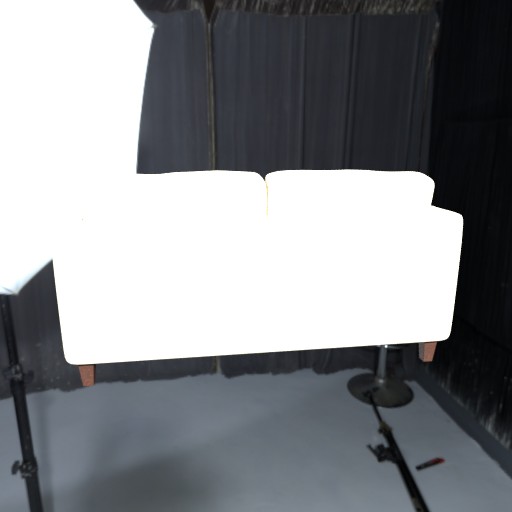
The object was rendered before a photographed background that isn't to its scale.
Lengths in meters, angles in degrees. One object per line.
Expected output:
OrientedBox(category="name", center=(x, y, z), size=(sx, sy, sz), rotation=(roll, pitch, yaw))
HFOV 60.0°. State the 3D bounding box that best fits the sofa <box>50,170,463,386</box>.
OrientedBox(category="sofa", center=(0.000, 0.000, 2.464), size=(1.884, 0.963, 0.950), rotation=(-2, 14, -8))
